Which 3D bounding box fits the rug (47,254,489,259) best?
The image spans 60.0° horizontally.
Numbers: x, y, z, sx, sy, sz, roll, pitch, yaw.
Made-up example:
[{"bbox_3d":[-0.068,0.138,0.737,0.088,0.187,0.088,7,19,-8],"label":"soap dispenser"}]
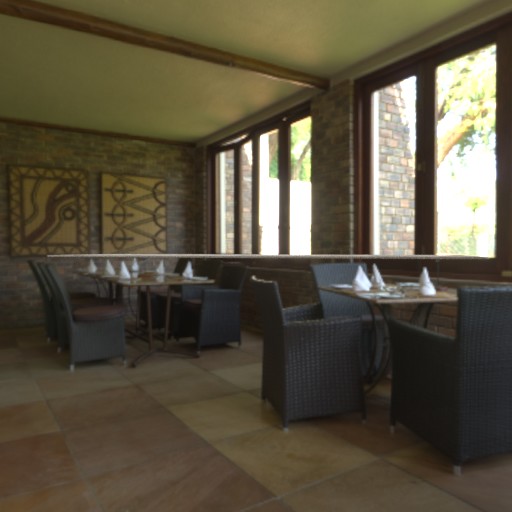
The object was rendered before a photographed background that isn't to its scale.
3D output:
[{"bbox_3d":[0.000,0.000,2.722,2.435,0.011,0.750,0,1,16],"label":"rug"}]
